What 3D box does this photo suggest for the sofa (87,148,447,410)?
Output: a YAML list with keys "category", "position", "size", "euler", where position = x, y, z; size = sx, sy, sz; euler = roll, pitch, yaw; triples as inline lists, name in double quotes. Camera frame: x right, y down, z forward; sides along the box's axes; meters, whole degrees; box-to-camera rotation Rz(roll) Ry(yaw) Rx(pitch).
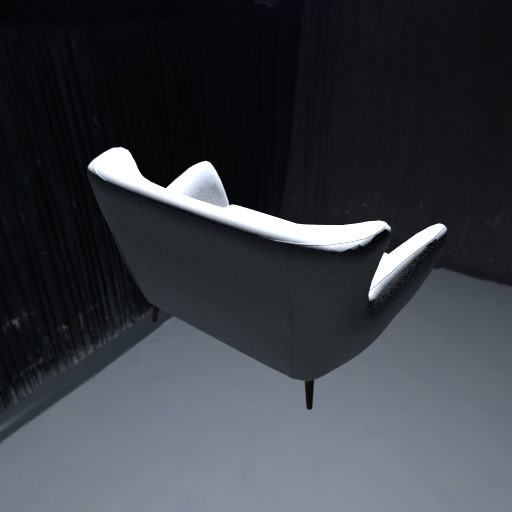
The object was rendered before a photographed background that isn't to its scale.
- category: "sofa"
  position: [0.000, 0.000, 2.034]
  size: [1.424, 0.878, 0.921]
  euler: [21, 37, 31]
